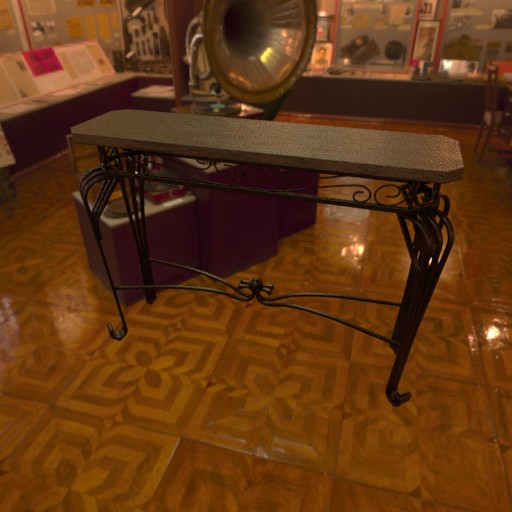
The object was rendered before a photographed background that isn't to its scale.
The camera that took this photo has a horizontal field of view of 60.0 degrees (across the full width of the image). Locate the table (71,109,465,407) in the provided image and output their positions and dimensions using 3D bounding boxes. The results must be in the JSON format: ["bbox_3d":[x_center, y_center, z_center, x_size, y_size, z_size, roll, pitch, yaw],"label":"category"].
[{"bbox_3d":[0.000,0.000,1.451,1.112,0.800,0.329,10,33,15],"label":"table"}]
